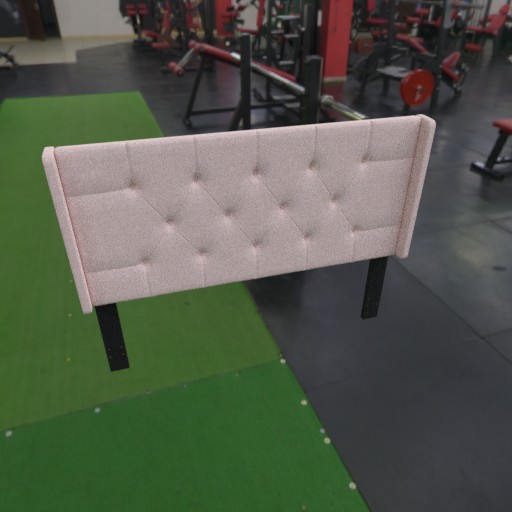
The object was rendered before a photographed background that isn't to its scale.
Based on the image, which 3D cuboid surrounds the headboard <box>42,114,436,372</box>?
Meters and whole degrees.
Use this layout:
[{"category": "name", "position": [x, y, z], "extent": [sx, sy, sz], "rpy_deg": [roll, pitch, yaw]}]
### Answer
[{"category": "headboard", "position": [0.000, 0.000, 2.699], "extent": [2.051, 1.524, 0.184], "rpy_deg": [-9, 34, -14]}]
